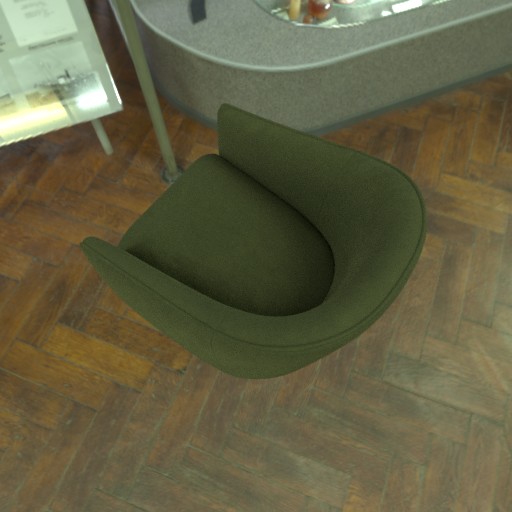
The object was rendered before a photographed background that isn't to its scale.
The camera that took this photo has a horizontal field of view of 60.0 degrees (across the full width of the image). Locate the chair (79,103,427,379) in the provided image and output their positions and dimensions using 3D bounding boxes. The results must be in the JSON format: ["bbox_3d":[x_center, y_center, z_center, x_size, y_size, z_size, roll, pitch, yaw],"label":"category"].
[{"bbox_3d":[0.000,0.000,1.491,0.875,0.799,0.747,33,68,15],"label":"chair"}]
